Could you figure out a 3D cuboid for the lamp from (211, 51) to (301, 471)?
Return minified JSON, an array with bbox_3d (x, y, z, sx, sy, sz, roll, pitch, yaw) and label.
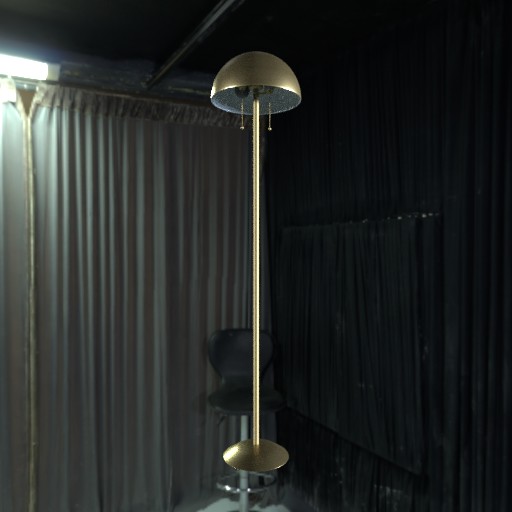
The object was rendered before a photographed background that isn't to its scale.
[{"bbox_3d":[0.000,0.000,1.631,0.328,1.480,0.328,-1,1,-35],"label":"lamp"}]
